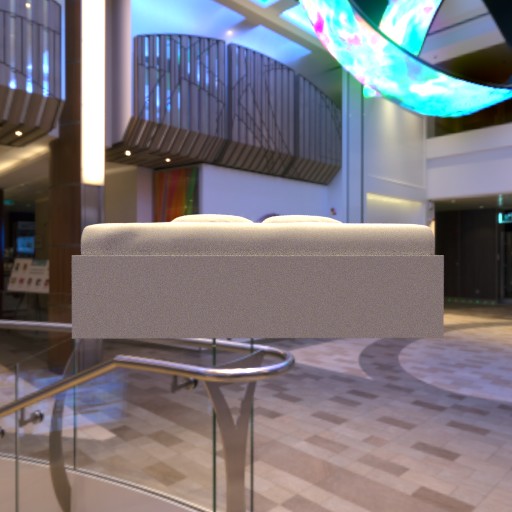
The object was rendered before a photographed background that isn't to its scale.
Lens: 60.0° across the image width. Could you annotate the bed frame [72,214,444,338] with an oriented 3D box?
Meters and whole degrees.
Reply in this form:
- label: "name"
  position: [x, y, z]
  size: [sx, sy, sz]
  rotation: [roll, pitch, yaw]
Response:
- label: "bed frame"
  position: [0.000, 0.000, 2.694]
  size: [1.450, 0.629, 1.950]
  rotation: [0, 0, -1]
